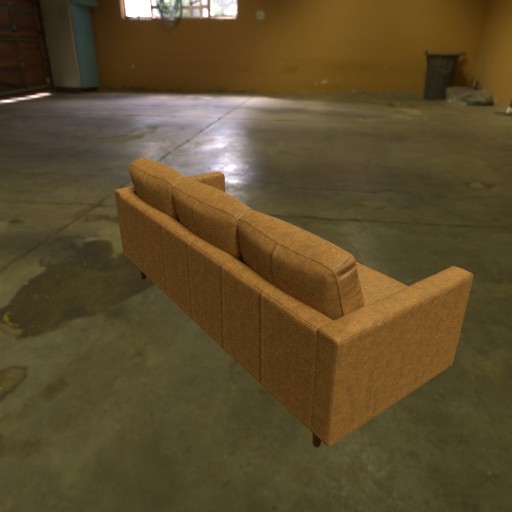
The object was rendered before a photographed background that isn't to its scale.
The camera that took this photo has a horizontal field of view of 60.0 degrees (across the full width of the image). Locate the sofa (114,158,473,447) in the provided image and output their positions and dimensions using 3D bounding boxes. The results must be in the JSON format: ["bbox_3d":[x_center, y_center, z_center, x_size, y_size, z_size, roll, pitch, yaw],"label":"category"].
[{"bbox_3d":[0.000,0.000,2.696,0.903,0.930,2.231,-17,31,-32],"label":"sofa"}]
